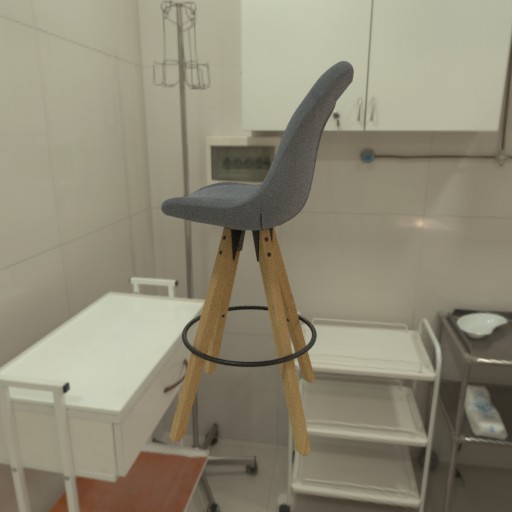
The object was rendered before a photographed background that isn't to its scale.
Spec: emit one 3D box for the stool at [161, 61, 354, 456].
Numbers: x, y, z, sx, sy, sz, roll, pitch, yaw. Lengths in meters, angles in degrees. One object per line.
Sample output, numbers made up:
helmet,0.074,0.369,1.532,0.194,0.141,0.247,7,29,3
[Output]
stool,0.000,0.000,1.427,0.550,1.115,0.485,2,16,9
